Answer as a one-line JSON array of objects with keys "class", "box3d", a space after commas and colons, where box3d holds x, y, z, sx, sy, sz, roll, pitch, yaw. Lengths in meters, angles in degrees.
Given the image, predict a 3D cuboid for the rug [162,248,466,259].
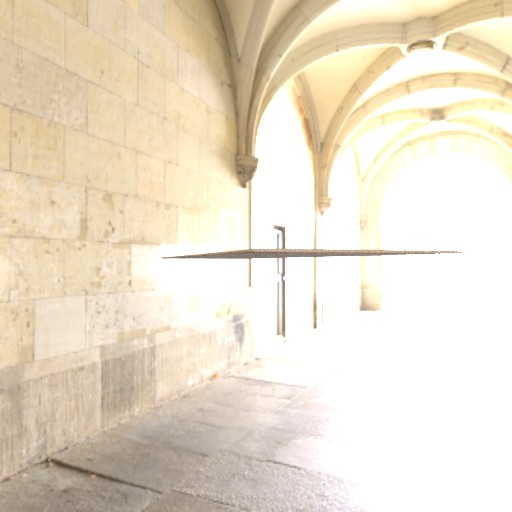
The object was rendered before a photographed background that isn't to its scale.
[{"class": "rug", "box3d": [0.000, 0.000, 2.699, 0.855, 0.017, 2.452, 0, -1, -19]}]
